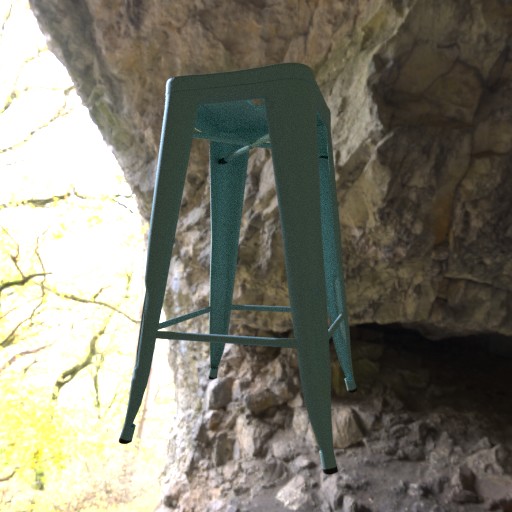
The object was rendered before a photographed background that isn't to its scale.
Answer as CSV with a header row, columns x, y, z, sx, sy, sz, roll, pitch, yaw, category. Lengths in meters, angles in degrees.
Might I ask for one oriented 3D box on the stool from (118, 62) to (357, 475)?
x,y,z,sx,sy,sz,roll,pitch,yaw,category
0.000,0.000,0.853,0.359,0.609,0.399,0,1,17,stool
